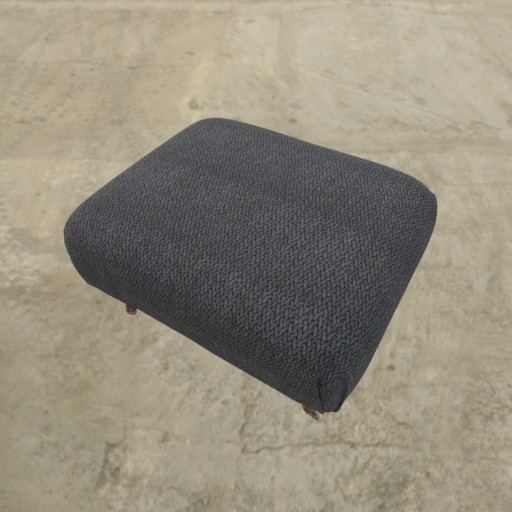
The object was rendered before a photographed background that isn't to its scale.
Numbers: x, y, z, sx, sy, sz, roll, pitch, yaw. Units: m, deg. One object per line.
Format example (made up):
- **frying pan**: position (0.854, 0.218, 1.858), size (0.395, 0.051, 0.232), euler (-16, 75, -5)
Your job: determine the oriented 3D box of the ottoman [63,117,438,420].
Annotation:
- **ottoman**: position (0.000, 0.000, 1.150), size (0.747, 0.450, 0.622), euler (24, 51, 21)
